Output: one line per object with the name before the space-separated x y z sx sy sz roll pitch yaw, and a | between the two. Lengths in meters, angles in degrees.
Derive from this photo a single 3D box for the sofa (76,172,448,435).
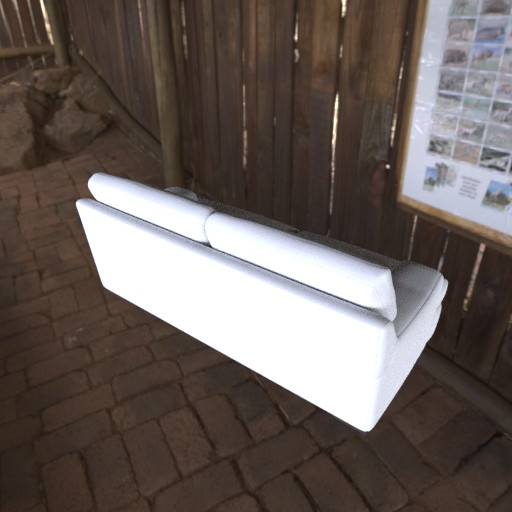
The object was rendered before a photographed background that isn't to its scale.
sofa | 0.000 0.000 2.908 2.261 0.940 1.143 21 36 31
